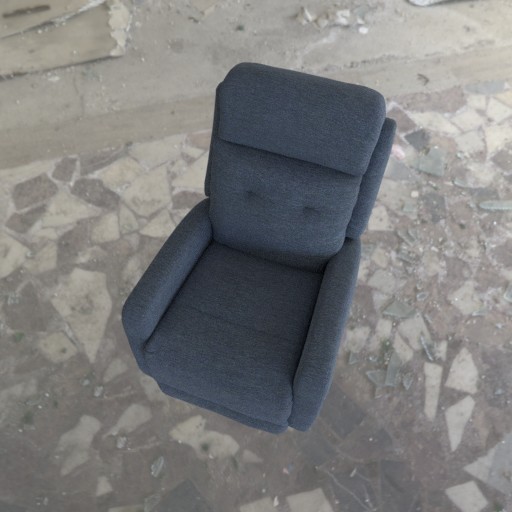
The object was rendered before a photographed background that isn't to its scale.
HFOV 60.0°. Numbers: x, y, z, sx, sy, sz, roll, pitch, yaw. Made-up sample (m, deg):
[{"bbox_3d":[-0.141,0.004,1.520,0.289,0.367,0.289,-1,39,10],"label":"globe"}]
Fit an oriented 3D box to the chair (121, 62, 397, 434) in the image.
[{"bbox_3d":[0.000,0.000,1.701,0.798,1.013,1.043,17,60,10],"label":"chair"}]
